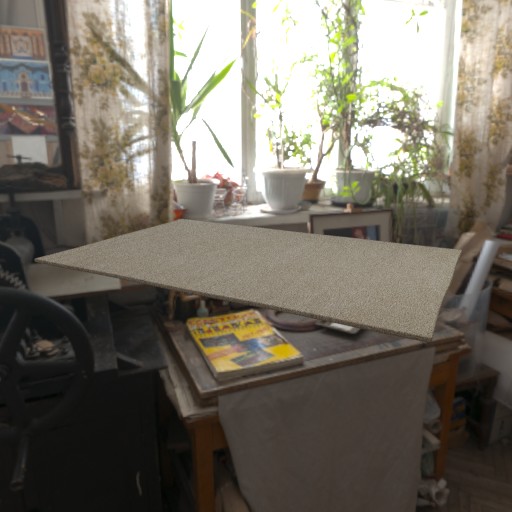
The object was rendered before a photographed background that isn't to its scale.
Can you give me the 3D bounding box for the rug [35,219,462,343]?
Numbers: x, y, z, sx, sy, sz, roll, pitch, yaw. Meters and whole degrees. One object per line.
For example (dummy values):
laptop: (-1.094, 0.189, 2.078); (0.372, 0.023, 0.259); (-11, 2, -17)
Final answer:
rug: (0.000, 0.000, 2.883); (2.346, 0.025, 1.500); (8, 18, 27)
